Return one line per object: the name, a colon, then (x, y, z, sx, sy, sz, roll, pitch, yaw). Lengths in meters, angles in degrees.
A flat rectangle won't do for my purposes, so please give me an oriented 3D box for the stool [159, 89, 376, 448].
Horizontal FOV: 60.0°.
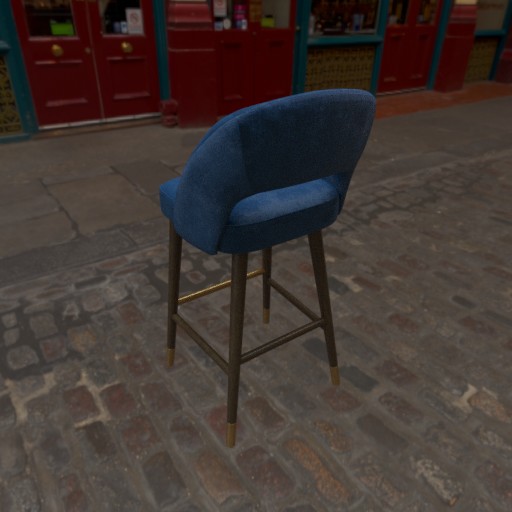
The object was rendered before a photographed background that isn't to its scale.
stool: (0.000, 0.000, 1.347, 0.514, 1.016, 0.515, -19, 35, -30)
